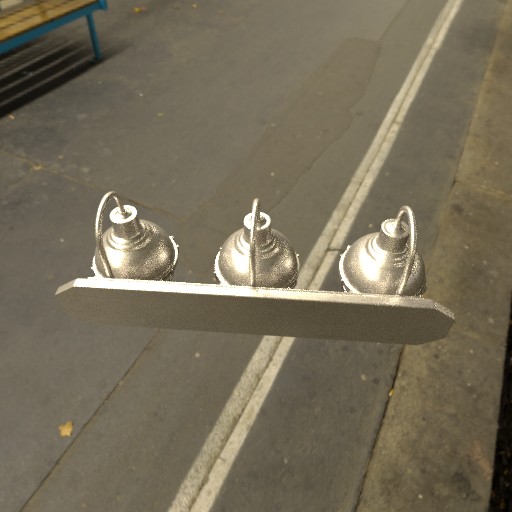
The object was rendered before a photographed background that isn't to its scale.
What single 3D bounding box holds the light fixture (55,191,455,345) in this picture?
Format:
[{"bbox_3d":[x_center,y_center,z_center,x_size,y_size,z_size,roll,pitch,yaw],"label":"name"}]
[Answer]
[{"bbox_3d":[0.000,0.000,0.778,0.634,0.254,0.229,3,47,3],"label":"light fixture"}]
